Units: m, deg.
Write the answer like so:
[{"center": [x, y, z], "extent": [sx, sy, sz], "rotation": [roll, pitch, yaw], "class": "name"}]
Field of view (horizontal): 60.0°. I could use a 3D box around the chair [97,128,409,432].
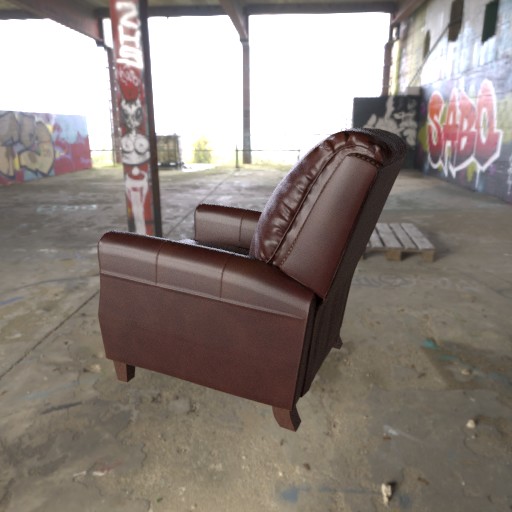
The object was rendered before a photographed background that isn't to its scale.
[{"center": [0.000, 0.000, 1.837], "extent": [1.089, 1.022, 0.826], "rotation": [7, 18, 23], "class": "chair"}]
